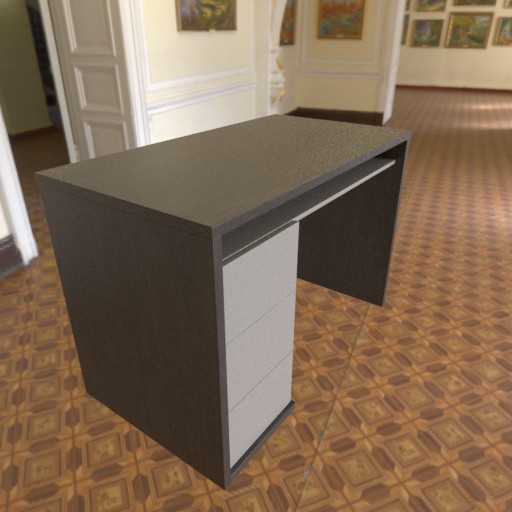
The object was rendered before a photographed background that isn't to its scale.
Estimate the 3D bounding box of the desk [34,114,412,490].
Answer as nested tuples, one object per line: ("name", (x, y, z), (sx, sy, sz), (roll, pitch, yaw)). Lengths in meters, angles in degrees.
("desk", (0.000, 0.000, 1.539), (0.600, 0.750, 1.100), (18, 32, 32))
